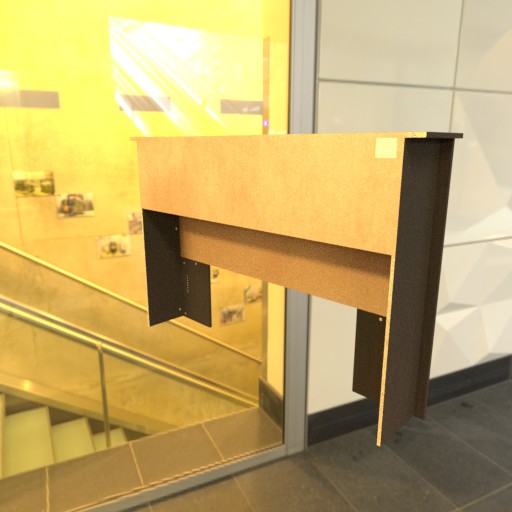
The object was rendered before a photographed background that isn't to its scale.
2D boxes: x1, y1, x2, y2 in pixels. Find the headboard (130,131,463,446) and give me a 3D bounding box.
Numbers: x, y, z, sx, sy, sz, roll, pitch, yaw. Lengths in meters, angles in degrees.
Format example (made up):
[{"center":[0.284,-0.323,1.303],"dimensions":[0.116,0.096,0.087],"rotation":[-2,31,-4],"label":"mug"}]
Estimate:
[{"center":[0.000,0.000,2.084],"dimensions":[1.671,1.092,0.279],"rotation":[14,20,43],"label":"headboard"}]
